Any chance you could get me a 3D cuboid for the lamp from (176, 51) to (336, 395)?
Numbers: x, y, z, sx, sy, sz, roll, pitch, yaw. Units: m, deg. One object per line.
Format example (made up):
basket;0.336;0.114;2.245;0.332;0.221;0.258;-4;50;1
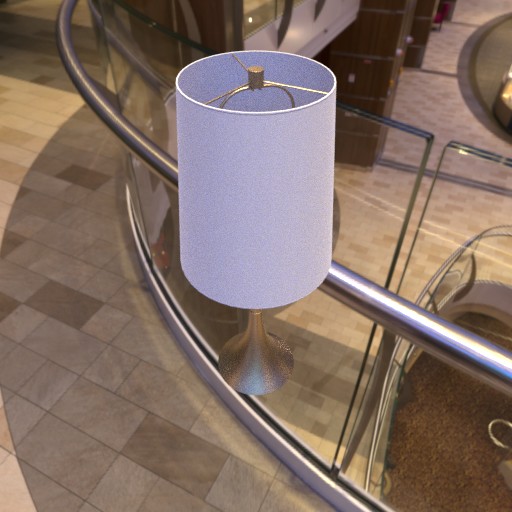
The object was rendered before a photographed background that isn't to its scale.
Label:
lamp;0.000;0.000;0.688;0.231;0.569;0.231;0;43;0
